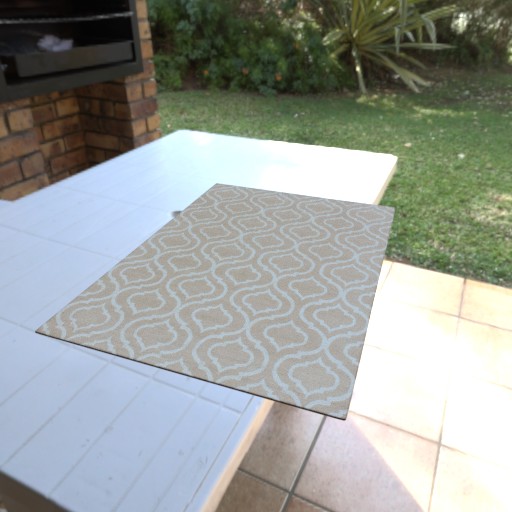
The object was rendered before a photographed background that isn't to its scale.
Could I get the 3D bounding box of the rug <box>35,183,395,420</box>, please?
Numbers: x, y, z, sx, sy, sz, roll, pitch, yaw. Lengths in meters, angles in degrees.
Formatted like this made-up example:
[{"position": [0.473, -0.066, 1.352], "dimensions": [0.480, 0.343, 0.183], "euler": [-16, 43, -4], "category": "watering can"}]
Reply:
[{"position": [0.000, 0.000, 2.801], "dimensions": [1.524, 0.010, 2.134], "euler": [10, 32, 17], "category": "rug"}]
